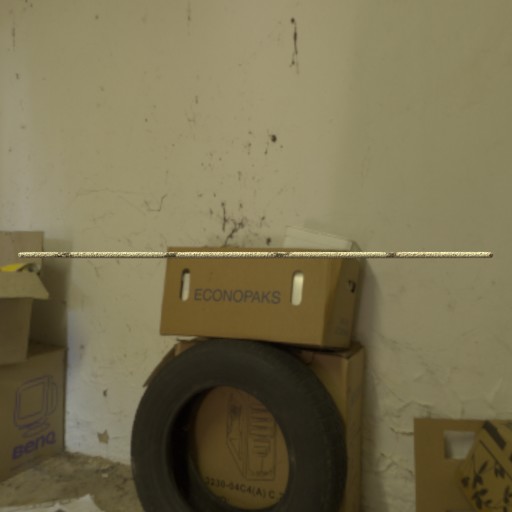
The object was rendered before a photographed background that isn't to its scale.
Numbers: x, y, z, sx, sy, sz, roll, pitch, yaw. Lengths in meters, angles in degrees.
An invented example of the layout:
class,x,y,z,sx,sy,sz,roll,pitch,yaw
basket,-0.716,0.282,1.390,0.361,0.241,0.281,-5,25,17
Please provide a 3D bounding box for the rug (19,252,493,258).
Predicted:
class,x,y,z,sx,sy,sz,roll,pitch,yaw
rug,0.000,0.000,3.021,2.438,0.030,1.524,0,0,1
